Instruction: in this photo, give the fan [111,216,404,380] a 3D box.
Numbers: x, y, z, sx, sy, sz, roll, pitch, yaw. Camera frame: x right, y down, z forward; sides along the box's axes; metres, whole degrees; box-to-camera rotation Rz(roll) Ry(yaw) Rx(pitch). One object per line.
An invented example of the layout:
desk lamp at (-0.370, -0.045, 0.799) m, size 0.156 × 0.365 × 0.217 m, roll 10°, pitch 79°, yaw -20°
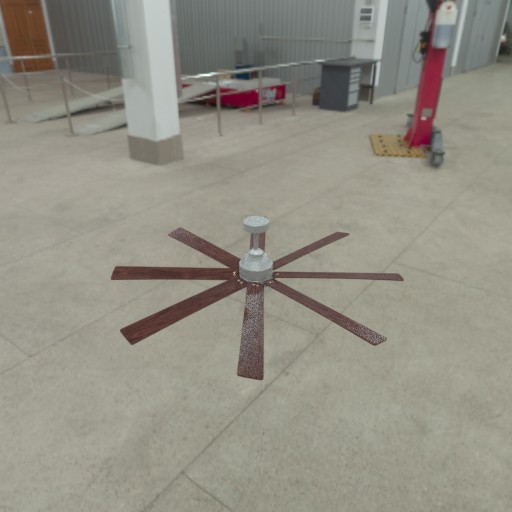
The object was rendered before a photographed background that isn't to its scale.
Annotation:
fan at (0.000, 0.000, 2.745) m, size 1.830 × 0.472 × 1.830 m, roll 1°, pitch 28°, yaw 1°
